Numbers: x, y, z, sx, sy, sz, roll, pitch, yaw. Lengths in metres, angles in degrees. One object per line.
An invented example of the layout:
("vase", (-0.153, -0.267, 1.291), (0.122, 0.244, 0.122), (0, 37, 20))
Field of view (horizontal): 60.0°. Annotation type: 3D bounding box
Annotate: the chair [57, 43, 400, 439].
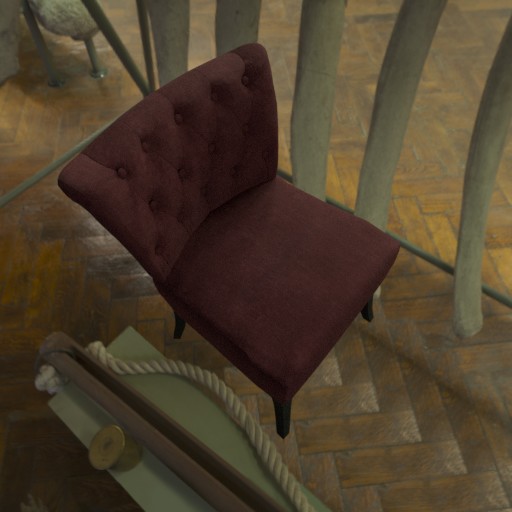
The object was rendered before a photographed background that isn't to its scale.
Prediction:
("chair", (0.000, 0.000, 1.153), (0.605, 0.750, 0.582), (34, 63, 20))
